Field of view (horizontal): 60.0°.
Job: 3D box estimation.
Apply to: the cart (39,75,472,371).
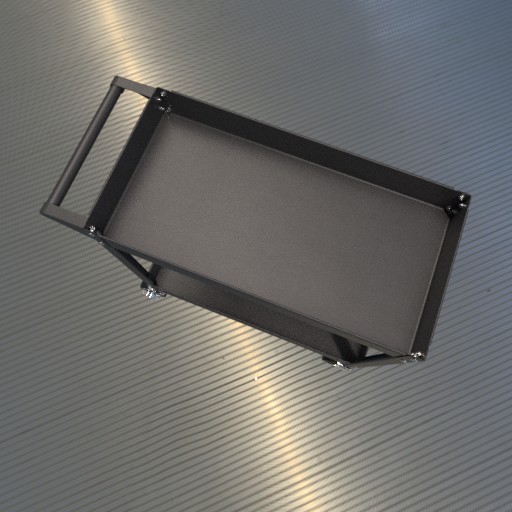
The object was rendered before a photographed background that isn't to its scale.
[{"bbox_3d":[0.000,0.000,1.190,0.779,0.719,0.366,21,76,6],"label":"cart"}]
